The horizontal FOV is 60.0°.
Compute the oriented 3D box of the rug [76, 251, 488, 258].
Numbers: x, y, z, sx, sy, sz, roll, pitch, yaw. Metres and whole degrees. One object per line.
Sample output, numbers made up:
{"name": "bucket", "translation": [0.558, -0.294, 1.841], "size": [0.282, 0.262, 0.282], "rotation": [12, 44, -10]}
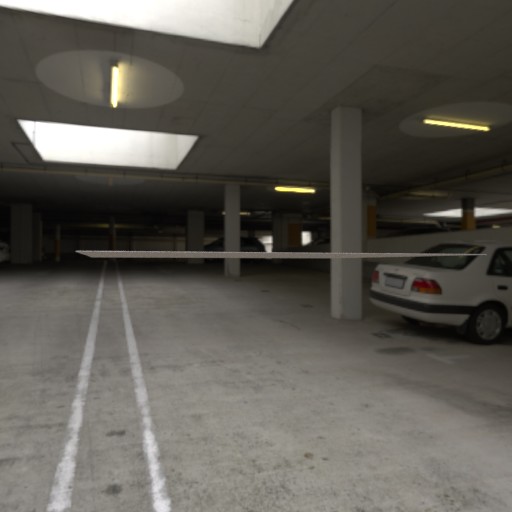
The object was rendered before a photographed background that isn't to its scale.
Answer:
{"name": "rug", "translation": [0.000, 0.000, 4.008], "size": [2.880, 0.005, 2.391], "rotation": [0, -1, -18]}
